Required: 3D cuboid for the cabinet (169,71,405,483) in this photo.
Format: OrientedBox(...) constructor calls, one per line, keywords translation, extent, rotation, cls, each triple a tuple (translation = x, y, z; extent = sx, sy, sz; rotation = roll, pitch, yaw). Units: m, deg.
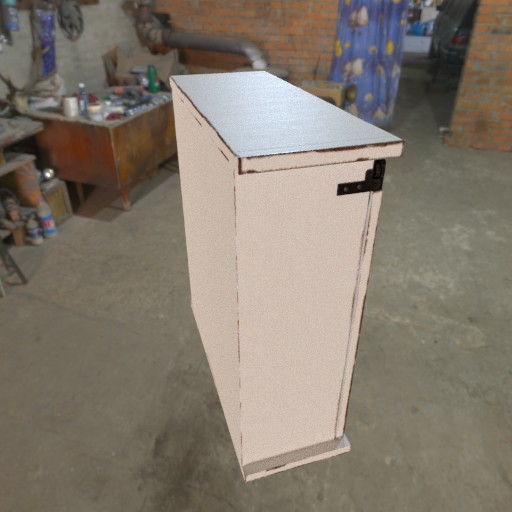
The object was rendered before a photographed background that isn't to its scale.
OrientedBox(translation=(0.000, 0.000, 0.887), extent=(0.210, 0.603, 0.541), rotation=(-9, 33, -15), cls="cabinet")
